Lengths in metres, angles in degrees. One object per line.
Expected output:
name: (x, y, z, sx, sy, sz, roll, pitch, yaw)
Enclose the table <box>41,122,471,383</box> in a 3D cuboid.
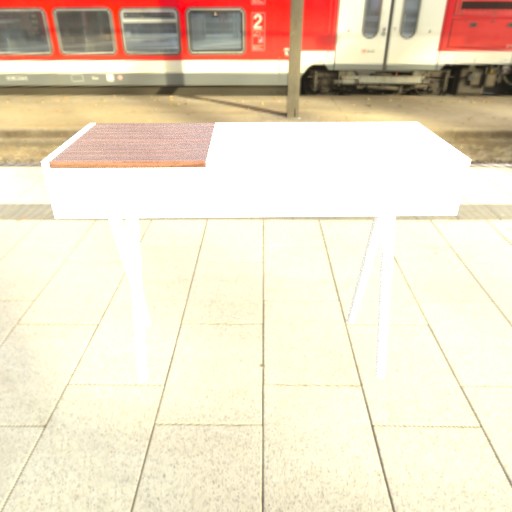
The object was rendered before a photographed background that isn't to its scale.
table: (0.000, 0.000, 1.472, 1.066, 0.785, 0.418, -1, 30, -1)
